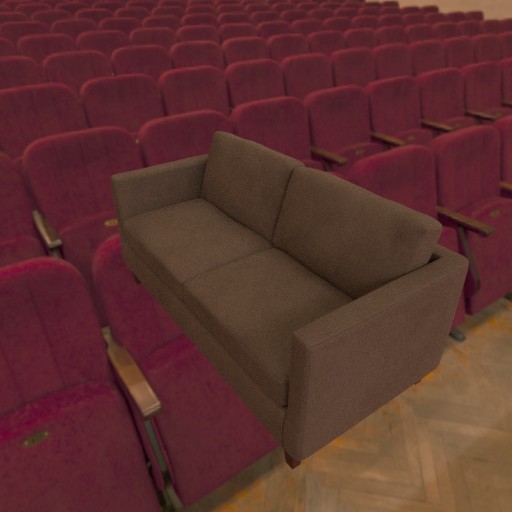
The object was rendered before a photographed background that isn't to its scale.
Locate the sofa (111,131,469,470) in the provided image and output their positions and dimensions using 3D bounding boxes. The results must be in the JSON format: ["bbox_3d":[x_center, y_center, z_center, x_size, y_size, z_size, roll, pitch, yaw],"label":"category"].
[{"bbox_3d":[0.000,0.000,2.441,0.950,0.963,1.884,-20,37,-30],"label":"sofa"}]
